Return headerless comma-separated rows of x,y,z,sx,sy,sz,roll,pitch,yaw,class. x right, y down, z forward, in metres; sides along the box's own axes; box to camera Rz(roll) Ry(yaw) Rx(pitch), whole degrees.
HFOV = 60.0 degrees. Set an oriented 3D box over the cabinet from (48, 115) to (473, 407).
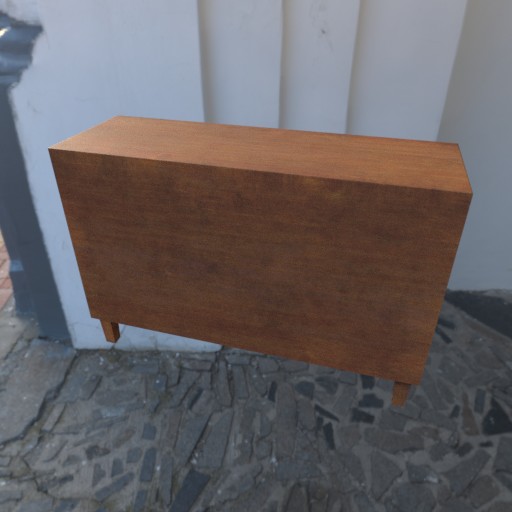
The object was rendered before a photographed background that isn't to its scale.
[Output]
0.000,0.000,1.584,1.204,0.805,0.403,9,33,14,cabinet
